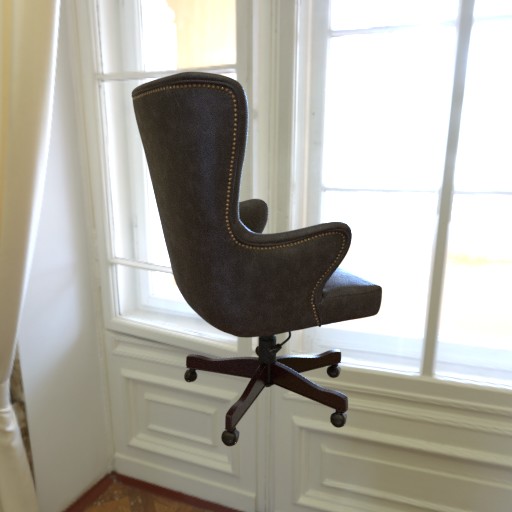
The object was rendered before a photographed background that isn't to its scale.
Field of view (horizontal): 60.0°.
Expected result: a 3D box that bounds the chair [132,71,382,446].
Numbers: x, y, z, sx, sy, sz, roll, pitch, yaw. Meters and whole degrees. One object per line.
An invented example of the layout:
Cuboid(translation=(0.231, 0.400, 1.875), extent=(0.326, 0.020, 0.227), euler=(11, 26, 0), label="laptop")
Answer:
Cuboid(translation=(0.000, 0.000, 1.454), extent=(0.717, 1.037, 0.594), euler=(-7, 16, -24), label="chair")
